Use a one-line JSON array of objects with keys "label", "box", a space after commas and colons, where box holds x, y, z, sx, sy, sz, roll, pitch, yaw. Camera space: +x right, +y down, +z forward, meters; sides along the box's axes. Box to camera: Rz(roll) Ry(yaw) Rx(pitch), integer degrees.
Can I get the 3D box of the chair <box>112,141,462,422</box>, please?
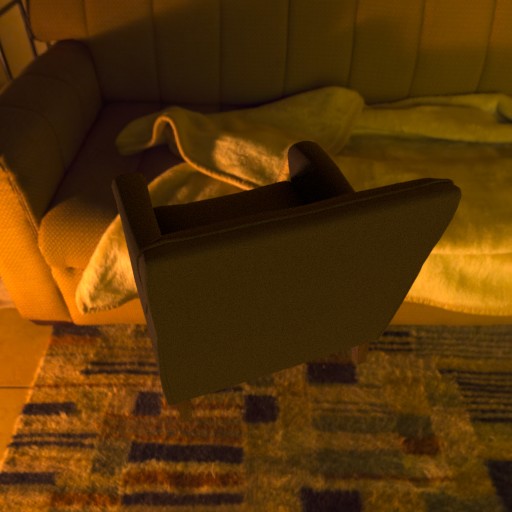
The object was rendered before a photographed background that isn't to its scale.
[{"label": "chair", "box": [0.000, 0.000, 1.545, 0.836, 0.911, 0.831, -14, 44, -15]}]
